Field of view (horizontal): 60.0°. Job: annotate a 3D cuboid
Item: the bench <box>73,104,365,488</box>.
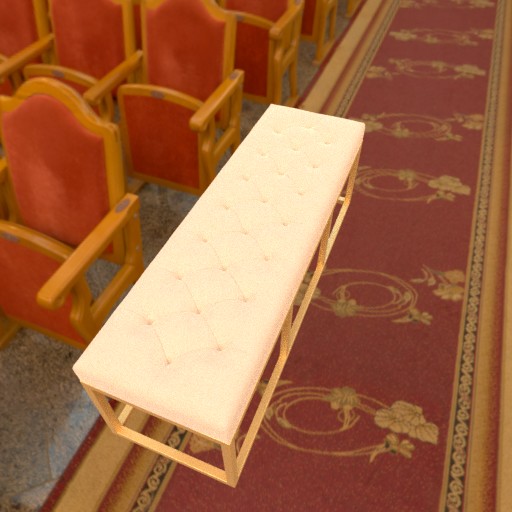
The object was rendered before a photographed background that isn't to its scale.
[{"bbox_3d":[0.000,0.000,1.729,0.457,0.484,1.473,17,50,15],"label":"bench"}]
